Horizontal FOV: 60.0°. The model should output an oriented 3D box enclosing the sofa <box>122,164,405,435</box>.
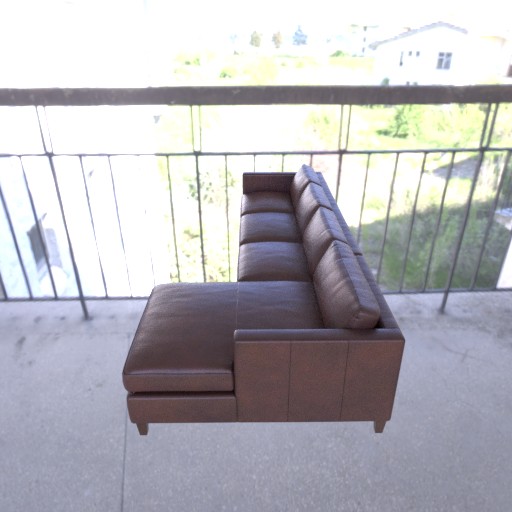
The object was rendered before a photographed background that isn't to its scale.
[{"bbox_3d":[0.000,0.000,3.924,1.581,0.883,3.203,0,27,-1],"label":"sofa"}]
